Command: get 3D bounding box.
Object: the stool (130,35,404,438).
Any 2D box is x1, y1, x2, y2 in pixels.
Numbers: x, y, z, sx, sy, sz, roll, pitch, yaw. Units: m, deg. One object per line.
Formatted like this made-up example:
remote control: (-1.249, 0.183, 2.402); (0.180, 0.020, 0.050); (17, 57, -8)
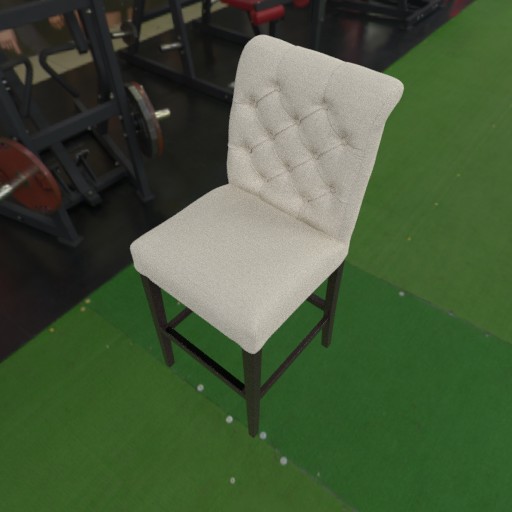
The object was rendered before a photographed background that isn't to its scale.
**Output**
stool: (0.000, 0.000, 1.430); (0.482, 1.118, 0.610); (31, 54, 26)
